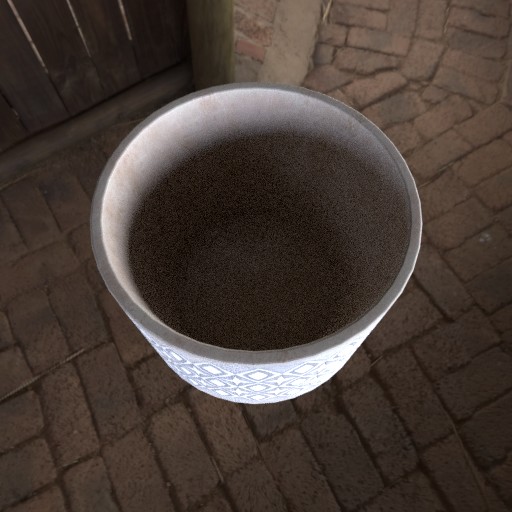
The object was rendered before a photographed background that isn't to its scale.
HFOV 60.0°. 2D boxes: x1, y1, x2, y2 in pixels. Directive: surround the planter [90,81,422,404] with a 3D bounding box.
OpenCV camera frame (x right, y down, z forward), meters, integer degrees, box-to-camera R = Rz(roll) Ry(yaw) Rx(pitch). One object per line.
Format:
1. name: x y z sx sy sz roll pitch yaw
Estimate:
1. planter: 0.000 0.000 0.278 0.164 0.127 0.164 0 64 0
